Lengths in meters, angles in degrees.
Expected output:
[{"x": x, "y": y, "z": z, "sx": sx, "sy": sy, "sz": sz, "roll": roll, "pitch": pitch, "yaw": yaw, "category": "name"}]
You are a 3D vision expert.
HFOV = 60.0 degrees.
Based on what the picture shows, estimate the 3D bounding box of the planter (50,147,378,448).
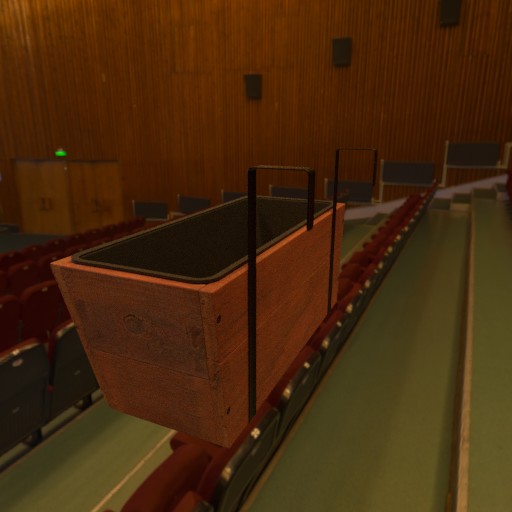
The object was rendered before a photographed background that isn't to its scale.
[{"x": 0.000, "y": 0.000, "z": 0.638, "sx": 0.262, "sy": 0.289, "sz": 0.480, "roll": 8, "pitch": 19, "yaw": 24, "category": "planter"}]
